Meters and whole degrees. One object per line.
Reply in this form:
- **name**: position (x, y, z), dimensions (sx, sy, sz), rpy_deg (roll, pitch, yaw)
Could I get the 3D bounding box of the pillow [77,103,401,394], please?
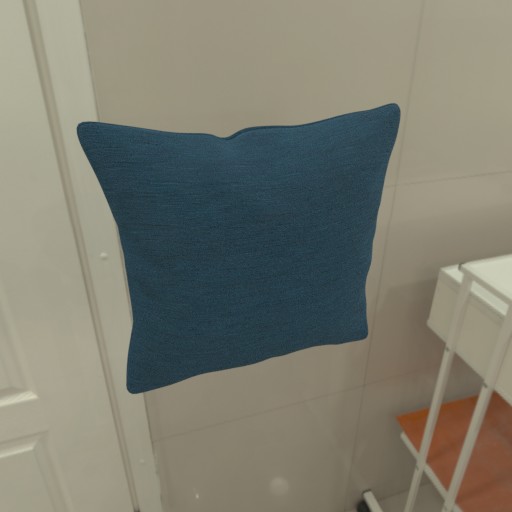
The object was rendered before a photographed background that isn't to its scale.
- **pillow**: position (0.000, 0.000, 0.667), dimensions (0.437, 0.420, 0.177), rpy_deg (-9, 29, -17)
